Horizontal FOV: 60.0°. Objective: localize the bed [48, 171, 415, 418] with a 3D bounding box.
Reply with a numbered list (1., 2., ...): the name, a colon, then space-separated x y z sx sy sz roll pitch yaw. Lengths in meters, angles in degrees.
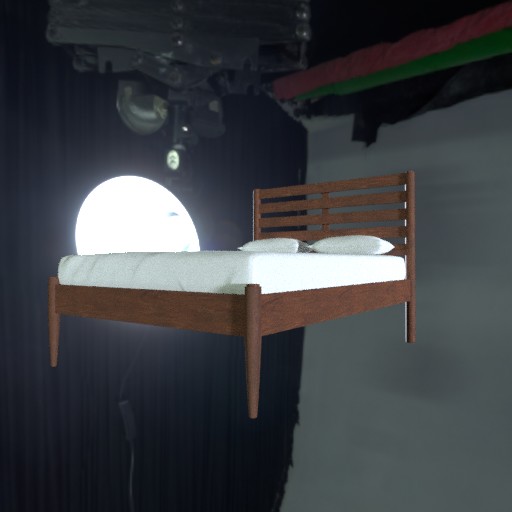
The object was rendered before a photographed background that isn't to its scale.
1. bed: 0.000 0.000 2.986 1.509 1.304 2.093 -1 -1 36
